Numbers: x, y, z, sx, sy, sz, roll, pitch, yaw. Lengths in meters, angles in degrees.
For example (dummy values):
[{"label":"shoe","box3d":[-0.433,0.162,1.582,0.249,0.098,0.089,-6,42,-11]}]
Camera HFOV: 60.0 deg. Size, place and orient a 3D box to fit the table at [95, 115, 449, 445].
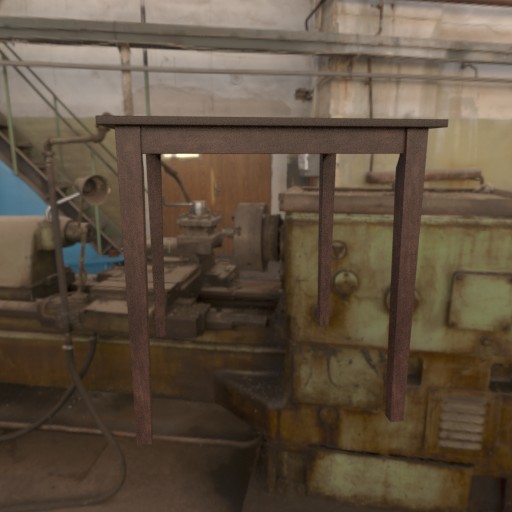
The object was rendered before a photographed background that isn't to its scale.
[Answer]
[{"label":"table","box3d":[0.000,0.000,1.373,0.749,0.770,0.749,-2,13,-8]}]
